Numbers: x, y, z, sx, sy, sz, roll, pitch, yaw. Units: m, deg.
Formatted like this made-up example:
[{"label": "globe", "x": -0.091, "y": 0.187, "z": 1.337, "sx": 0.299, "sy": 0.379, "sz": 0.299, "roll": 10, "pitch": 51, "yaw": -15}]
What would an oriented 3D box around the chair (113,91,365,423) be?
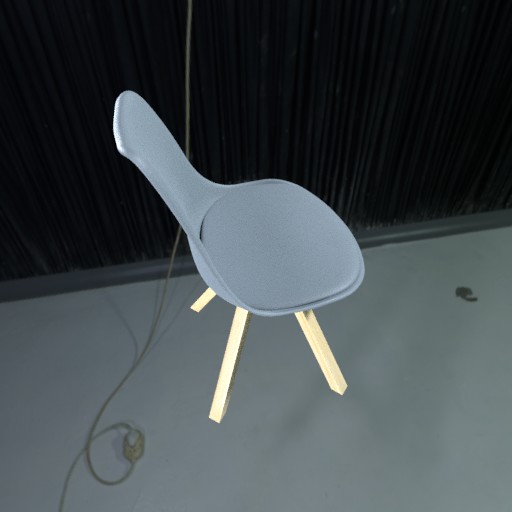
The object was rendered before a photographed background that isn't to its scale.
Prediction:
[{"label": "chair", "x": 0.000, "y": 0.000, "z": 1.168, "sx": 0.549, "sy": 0.850, "sz": 0.485, "roll": -10, "pitch": 46, "yaw": -9}]
